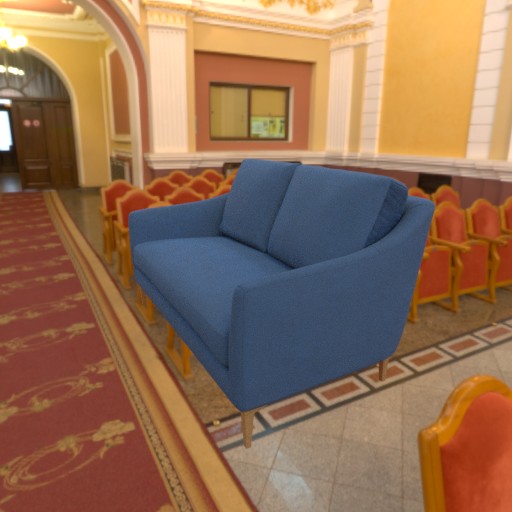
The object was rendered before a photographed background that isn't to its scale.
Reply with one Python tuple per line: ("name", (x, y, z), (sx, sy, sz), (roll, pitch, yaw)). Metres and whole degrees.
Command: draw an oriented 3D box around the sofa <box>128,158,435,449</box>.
("sofa", (0.000, 0.000, 2.248), (0.960, 0.902, 1.619), (-8, 17, -26))
